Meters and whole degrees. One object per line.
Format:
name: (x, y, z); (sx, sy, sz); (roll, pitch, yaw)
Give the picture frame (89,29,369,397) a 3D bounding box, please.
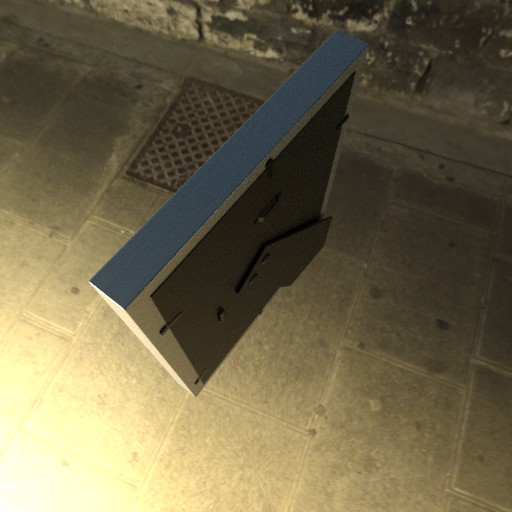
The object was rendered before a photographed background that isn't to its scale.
picture frame: (0.000, 0.000, 0.384); (0.036, 0.282, 0.233); (34, 69, 15)
